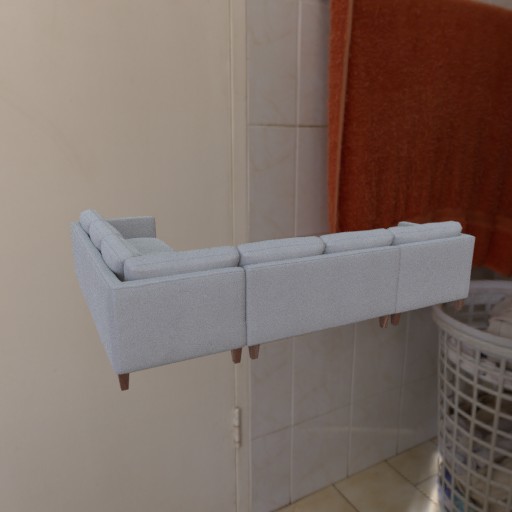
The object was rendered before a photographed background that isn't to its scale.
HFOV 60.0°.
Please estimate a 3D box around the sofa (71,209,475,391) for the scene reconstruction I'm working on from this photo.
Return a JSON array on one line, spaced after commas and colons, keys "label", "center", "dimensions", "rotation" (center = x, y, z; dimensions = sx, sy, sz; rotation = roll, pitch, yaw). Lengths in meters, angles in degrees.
[{"label": "sofa", "center": [0.000, 0.000, 4.452], "dimensions": [3.238, 0.853, 2.551], "rotation": [-7, 16, -26]}]
